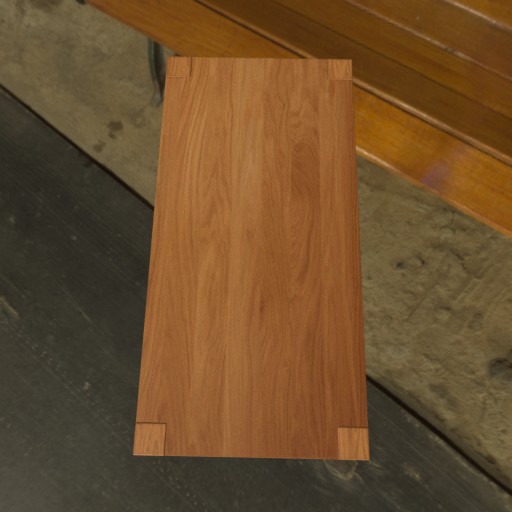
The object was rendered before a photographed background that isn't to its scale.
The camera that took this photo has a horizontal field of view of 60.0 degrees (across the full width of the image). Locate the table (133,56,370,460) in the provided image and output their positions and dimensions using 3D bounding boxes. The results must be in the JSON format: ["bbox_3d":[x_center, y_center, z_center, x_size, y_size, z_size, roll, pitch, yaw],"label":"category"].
[{"bbox_3d":[0.000,0.000,2.289,0.900,0.760,1.800,1,74,0],"label":"table"}]
